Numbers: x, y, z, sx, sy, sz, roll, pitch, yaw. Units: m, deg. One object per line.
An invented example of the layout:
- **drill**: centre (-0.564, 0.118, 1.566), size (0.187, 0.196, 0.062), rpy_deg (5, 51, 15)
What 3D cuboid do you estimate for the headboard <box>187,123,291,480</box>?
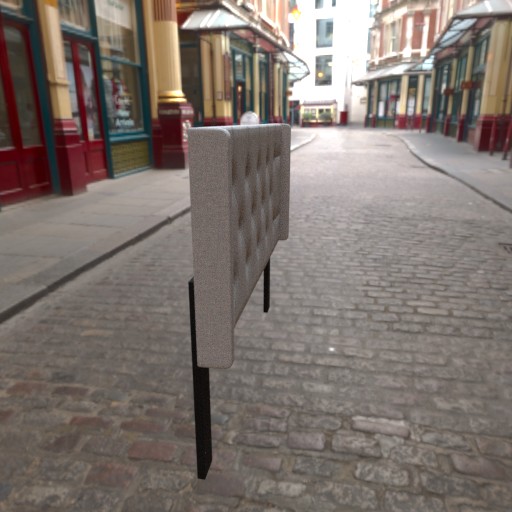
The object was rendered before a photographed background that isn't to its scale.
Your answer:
- **headboard**: centre (0.000, 0.000, 2.685), size (0.184, 1.524, 2.051), rpy_deg (3, 17, 10)
